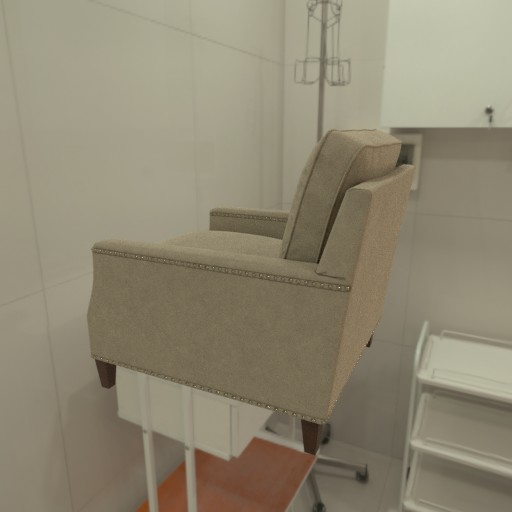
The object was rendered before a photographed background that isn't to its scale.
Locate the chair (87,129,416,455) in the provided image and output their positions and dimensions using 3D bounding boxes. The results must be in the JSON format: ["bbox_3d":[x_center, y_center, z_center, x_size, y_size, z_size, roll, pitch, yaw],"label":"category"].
[{"bbox_3d":[0.000,0.000,1.708,1.014,0.943,0.853,8,17,25],"label":"chair"}]
